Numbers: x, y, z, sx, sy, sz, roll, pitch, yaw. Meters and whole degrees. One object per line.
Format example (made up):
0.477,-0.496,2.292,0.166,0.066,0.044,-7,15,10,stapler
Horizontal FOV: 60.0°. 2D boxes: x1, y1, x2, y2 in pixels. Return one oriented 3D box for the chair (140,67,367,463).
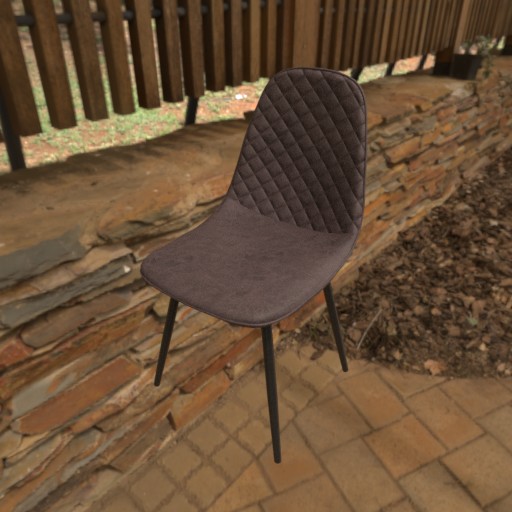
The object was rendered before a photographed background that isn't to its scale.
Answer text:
0.000,0.000,1.202,0.472,0.889,0.561,20,36,30,chair
